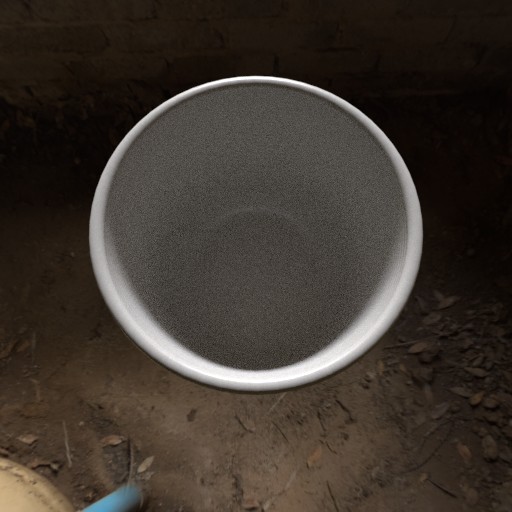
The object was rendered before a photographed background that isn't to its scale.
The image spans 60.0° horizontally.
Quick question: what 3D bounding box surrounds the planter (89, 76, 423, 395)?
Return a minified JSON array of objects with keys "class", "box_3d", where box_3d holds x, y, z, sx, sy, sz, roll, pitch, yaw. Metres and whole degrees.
[{"class":"planter","box_3d":[0.000,0.000,0.216,0.124,0.109,0.124,0,76,0]}]
